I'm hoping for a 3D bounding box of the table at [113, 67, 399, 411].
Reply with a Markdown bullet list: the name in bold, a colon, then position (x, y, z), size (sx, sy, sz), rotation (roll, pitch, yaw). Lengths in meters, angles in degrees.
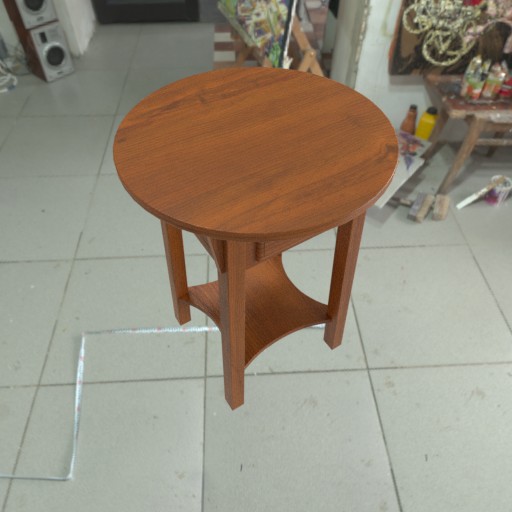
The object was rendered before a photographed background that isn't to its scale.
- **table**: position (0.000, 0.000, 0.951), size (0.457, 0.610, 0.457), rotation (0, 49, 0)
